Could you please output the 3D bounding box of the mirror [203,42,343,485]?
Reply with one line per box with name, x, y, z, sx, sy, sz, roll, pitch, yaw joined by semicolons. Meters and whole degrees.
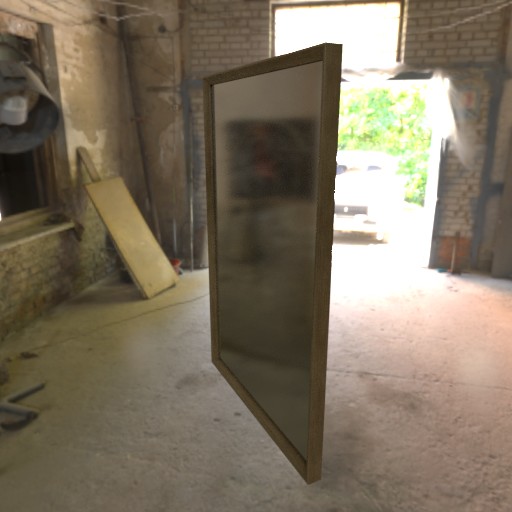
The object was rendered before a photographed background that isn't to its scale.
mirror;0.000;0.000;1.144;0.041;0.915;0.609;-8;18;-25
